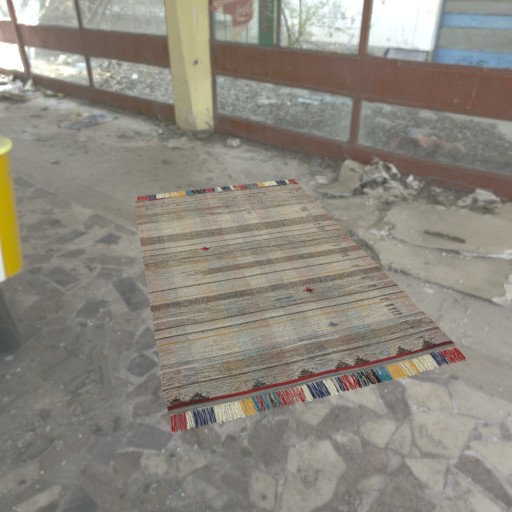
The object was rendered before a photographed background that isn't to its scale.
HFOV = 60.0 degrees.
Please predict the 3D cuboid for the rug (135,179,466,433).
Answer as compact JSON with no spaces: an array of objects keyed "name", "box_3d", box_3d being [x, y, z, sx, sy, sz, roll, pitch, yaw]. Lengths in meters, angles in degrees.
[{"name":"rug","box_3d":[0.000,0.000,2.962,1.465,0.012,2.465,-9,33,-14]}]
